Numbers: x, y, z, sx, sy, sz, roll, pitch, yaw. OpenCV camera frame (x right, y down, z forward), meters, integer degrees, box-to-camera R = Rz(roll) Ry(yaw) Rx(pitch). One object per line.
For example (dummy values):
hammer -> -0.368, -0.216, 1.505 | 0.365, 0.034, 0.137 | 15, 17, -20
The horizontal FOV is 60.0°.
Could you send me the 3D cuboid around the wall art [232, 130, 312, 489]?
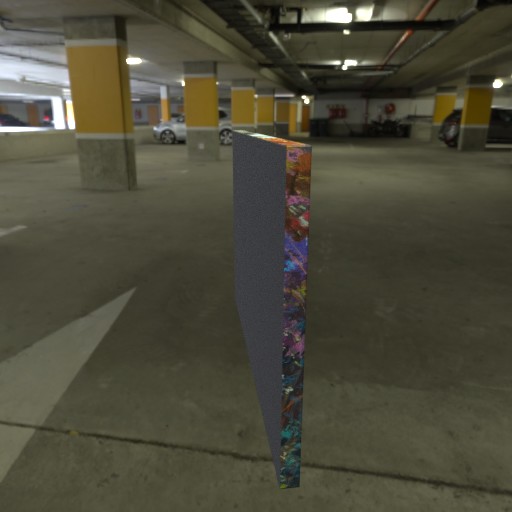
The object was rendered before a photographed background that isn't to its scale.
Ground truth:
wall art -> 0.000, 0.000, 1.145 | 0.037, 0.604, 0.908 | -2, 17, -7
